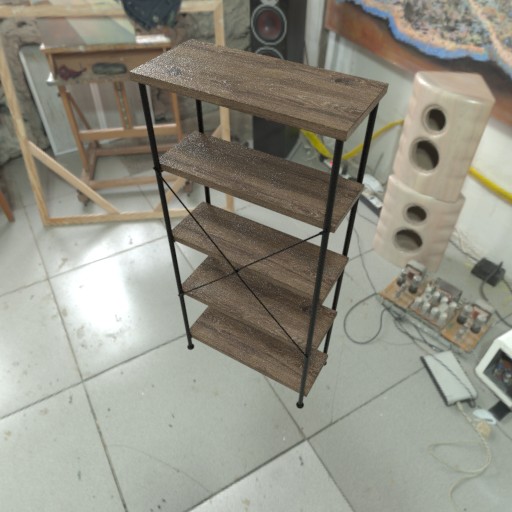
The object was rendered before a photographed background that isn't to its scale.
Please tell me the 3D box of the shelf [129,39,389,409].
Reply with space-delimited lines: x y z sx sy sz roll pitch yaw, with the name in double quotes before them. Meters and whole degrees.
"shelf" 0.000 0.000 2.090 0.800 1.700 0.360 23 49 21
